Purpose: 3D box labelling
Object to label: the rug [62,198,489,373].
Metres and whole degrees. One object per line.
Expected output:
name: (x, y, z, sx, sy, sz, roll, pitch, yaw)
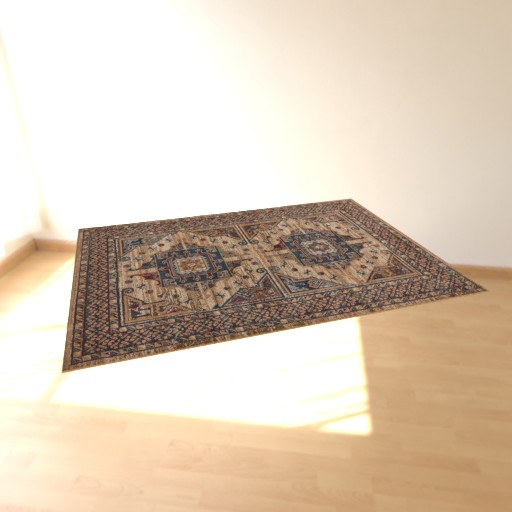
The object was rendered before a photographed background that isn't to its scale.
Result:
rug: (0.000, 0.000, 2.858, 2.227, 0.008, 1.611, -8, 28, -15)
